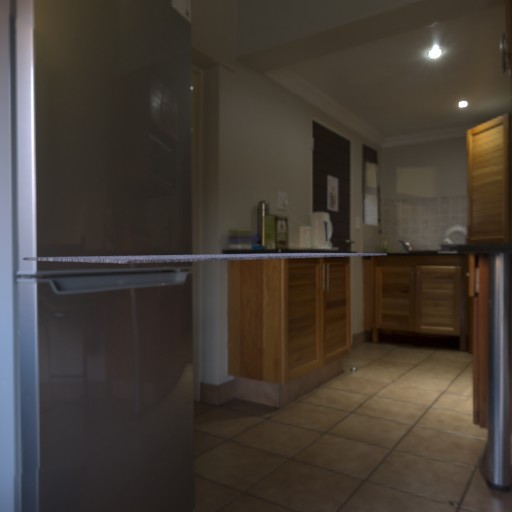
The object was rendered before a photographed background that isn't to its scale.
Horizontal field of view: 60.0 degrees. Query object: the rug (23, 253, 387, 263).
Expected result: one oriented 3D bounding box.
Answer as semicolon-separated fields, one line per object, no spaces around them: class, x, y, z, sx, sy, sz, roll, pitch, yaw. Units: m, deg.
rug;0.000;0.000;2.537;0.691;0.011;2.296;1;1;37
